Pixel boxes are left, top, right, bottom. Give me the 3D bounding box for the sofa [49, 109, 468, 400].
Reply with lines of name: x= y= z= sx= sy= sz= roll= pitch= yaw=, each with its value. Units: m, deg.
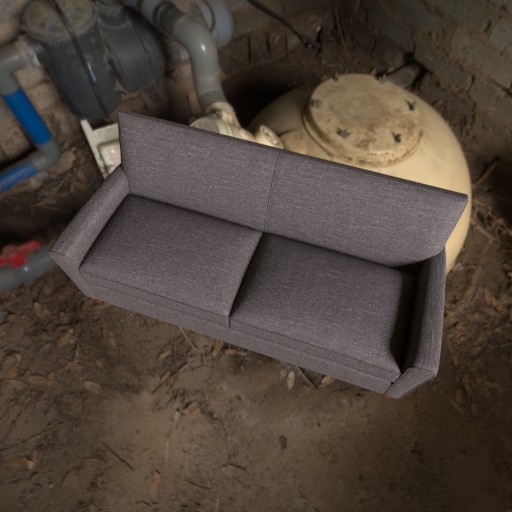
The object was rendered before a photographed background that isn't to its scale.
sofa: x=0.000 y=0.000 z=2.461 sx=1.976 sy=0.846 sz=0.875 roll=16 pitch=60 yaw=10
